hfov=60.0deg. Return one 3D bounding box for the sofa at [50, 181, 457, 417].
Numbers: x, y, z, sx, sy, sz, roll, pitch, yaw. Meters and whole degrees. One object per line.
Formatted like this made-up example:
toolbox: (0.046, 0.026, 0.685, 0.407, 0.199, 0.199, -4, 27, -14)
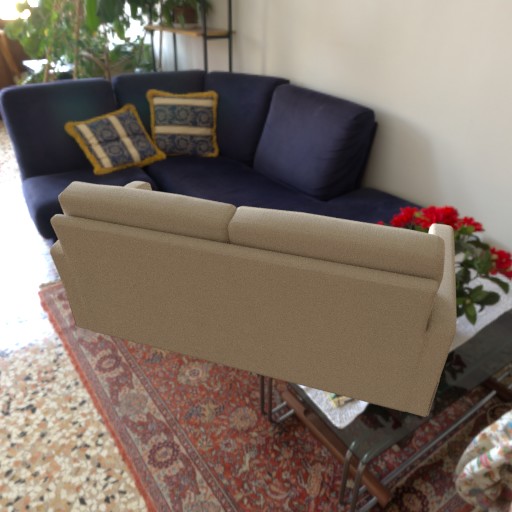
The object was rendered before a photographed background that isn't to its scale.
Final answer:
sofa: (0.000, 0.000, 2.213, 1.808, 0.831, 0.894, 10, 33, 16)
